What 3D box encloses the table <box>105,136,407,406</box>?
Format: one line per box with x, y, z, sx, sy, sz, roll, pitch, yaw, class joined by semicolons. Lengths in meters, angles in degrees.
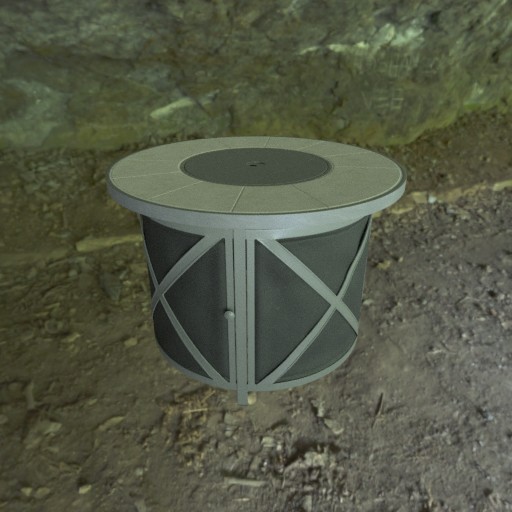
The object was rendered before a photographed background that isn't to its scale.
0.000;0.000;1.547;0.914;0.650;0.914;0;26;0;table
